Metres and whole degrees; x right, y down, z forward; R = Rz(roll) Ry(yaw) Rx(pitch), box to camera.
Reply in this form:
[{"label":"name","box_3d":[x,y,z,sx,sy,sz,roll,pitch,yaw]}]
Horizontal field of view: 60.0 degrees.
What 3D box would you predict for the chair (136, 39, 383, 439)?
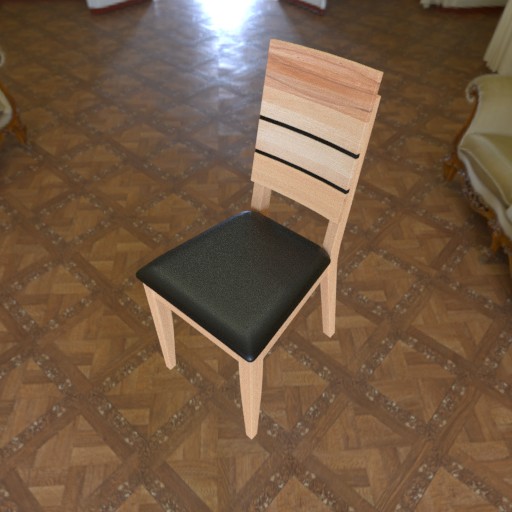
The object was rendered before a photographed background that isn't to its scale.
[{"label":"chair","box_3d":[0.000,0.000,1.212,0.410,0.940,0.520,31,53,27]}]
